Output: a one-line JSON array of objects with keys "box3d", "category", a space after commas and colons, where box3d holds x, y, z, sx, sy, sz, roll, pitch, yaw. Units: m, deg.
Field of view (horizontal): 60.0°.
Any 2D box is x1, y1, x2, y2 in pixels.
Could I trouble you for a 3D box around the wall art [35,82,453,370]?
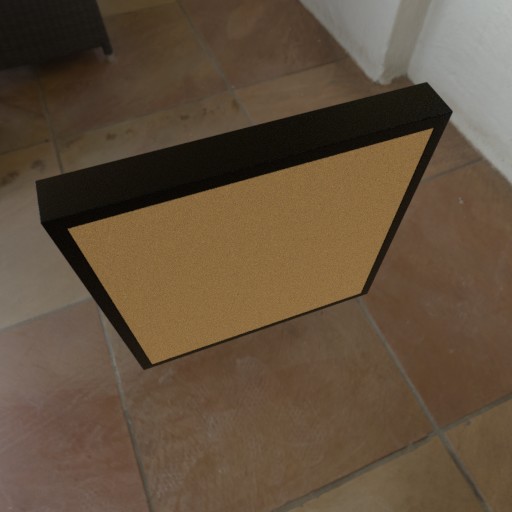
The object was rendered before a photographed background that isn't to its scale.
[{"box3d": [0.000, 0.000, 0.439, 0.299, 0.299, 0.037, -17, 60, -10], "category": "wall art"}]
